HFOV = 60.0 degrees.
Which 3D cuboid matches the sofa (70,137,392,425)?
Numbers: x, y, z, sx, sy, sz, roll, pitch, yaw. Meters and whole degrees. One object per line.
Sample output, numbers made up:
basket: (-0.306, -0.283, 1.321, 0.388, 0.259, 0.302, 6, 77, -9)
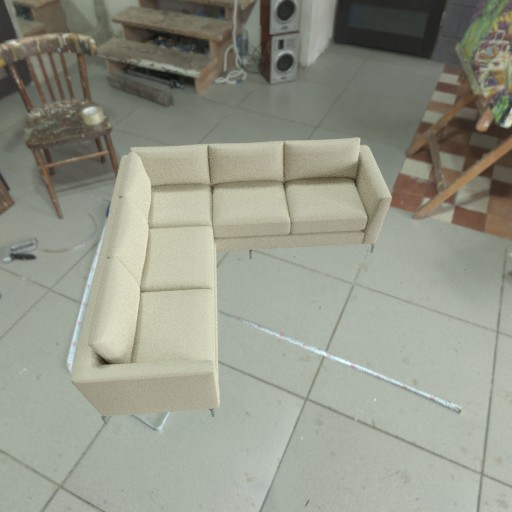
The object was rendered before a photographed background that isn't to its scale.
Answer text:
sofa: (0.000, 0.000, 3.722, 2.448, 0.867, 2.430, -3, 46, -3)
